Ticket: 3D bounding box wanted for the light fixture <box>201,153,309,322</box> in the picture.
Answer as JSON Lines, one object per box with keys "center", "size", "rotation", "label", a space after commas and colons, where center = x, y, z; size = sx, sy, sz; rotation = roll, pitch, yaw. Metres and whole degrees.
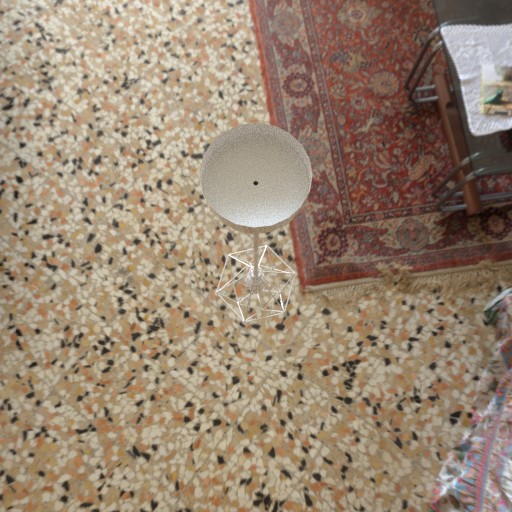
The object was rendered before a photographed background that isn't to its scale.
{"center": [0.000, 0.000, 2.010], "size": [0.431, 1.764, 0.487], "rotation": [-43, 80, -10], "label": "light fixture"}
